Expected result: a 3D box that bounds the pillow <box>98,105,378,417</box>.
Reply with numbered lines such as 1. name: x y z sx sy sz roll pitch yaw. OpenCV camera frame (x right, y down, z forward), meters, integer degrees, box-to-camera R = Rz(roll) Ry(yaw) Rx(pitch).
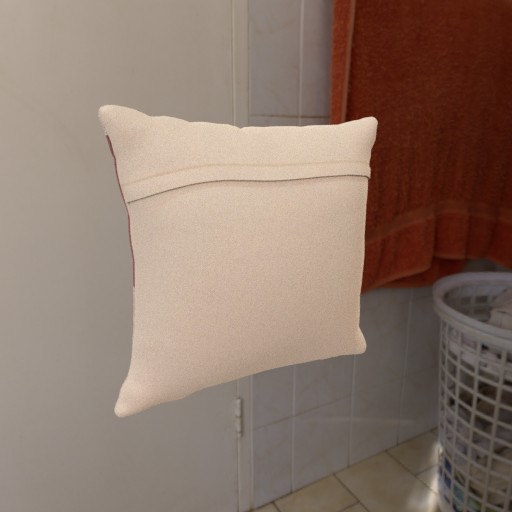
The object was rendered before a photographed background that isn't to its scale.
1. pillow: 0.000 0.000 0.802 0.536 0.506 0.229 -8 17 -26
